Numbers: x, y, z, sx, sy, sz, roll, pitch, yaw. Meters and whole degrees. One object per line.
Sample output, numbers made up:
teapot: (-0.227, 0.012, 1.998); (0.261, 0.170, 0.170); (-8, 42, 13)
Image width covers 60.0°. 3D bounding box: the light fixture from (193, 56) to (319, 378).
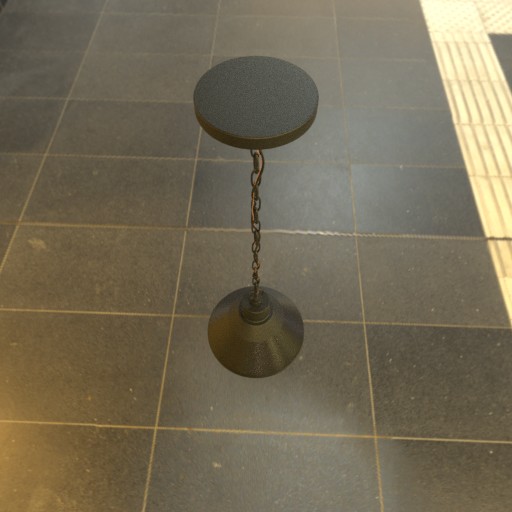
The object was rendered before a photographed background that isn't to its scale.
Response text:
light fixture: (0.000, 0.000, 0.673); (0.201, 0.588, 0.201); (-15, 59, -9)
